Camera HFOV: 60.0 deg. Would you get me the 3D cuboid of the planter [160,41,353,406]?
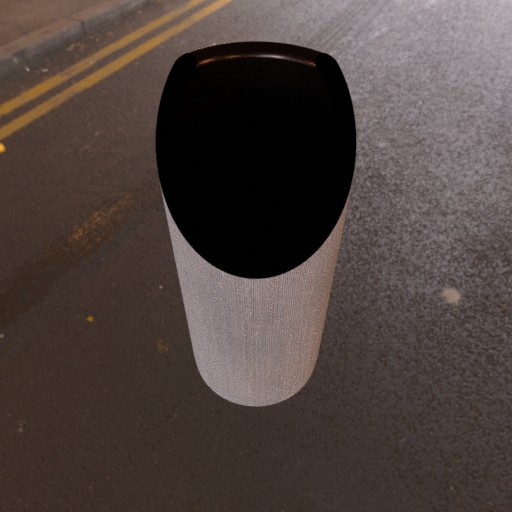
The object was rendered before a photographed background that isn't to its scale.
[{"bbox_3d":[0.000,0.000,0.128,0.045,0.103,0.045,-16,49,-15],"label":"planter"}]
